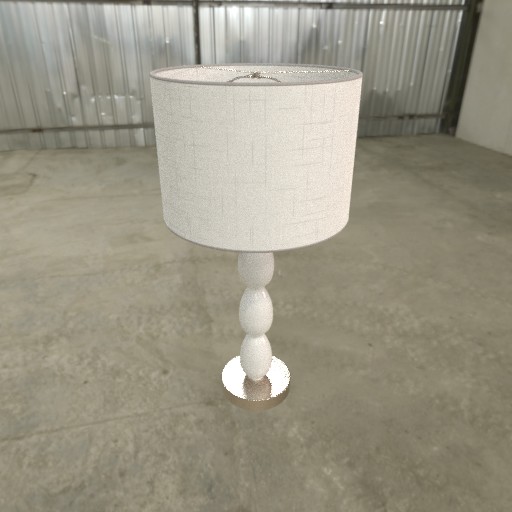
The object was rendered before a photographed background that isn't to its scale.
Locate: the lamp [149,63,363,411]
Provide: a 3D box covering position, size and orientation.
[{"bbox_3d":[0.000,0.000,0.723,0.282,0.559,0.280,8,29,15],"label":"lamp"}]
